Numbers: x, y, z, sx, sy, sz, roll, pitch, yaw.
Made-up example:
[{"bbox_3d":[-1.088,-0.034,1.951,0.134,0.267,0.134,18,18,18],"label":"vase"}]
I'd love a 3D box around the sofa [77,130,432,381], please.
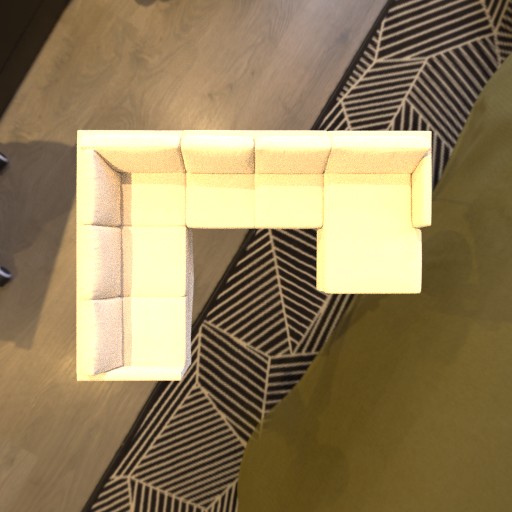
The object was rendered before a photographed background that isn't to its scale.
[{"bbox_3d":[0.000,0.000,4.527,3.460,0.882,2.427,0,90,-1],"label":"sofa"}]
